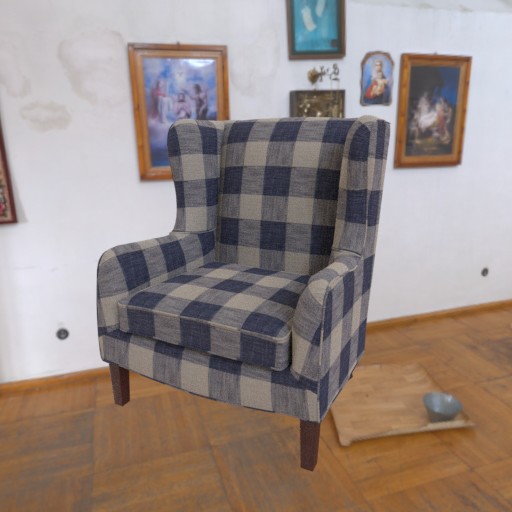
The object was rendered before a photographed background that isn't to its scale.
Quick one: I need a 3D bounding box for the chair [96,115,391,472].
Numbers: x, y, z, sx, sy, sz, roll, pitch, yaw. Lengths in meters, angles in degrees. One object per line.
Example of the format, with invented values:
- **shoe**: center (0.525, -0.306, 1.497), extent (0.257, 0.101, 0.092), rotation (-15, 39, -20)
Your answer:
- **chair**: center (0.000, 0.000, 1.695), extent (0.830, 1.041, 0.889), rotation (7, 17, 26)
